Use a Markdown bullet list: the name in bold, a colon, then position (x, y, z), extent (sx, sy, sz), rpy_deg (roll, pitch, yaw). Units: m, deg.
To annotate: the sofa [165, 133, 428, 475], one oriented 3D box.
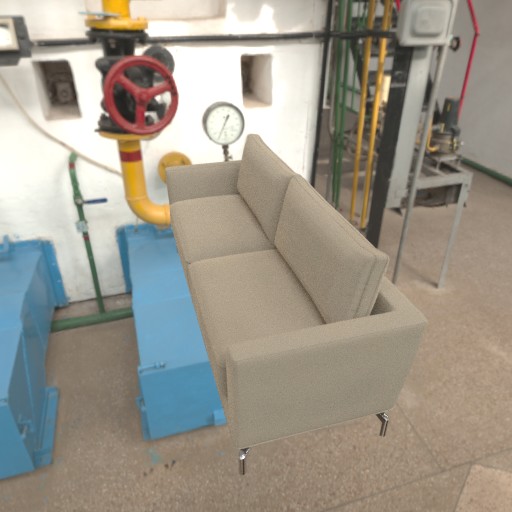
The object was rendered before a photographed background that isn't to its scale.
- **sofa**: position (0.000, 0.000, 2.762), extent (0.868, 1.005, 2.214), rpy_deg (-9, 32, -14)
